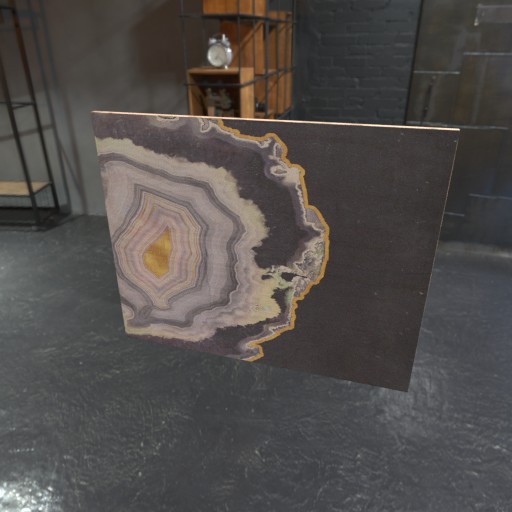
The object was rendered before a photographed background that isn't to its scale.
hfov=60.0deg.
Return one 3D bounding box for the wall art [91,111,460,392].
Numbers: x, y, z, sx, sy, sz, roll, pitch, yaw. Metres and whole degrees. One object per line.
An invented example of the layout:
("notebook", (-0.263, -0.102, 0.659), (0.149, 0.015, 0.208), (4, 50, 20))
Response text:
("wall art", (0.000, 0.000, 0.685), (0.508, 0.408, 0.010), (8, 27, 15))
